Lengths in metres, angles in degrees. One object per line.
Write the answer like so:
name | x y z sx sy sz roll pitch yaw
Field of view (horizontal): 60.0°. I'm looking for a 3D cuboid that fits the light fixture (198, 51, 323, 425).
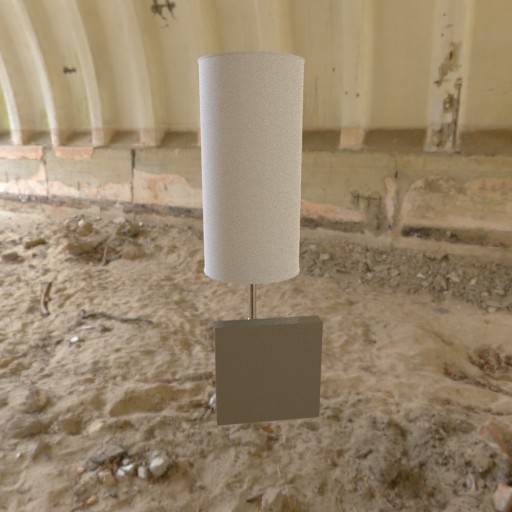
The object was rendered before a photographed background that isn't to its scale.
light fixture | 0.000 0.000 0.551 0.128 0.462 0.208 -2 14 -8
